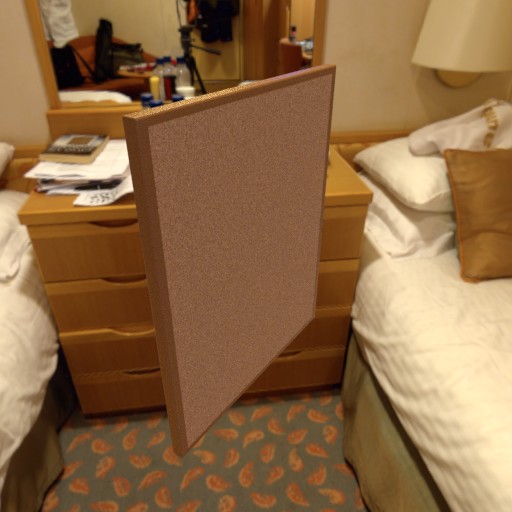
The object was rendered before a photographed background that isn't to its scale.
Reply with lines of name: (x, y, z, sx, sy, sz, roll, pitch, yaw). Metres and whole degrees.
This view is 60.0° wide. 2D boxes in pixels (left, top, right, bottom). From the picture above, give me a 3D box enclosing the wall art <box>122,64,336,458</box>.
wall art: (0.000, 0.000, 0.515, 0.015, 0.379, 0.310, 20, 36, 30)
